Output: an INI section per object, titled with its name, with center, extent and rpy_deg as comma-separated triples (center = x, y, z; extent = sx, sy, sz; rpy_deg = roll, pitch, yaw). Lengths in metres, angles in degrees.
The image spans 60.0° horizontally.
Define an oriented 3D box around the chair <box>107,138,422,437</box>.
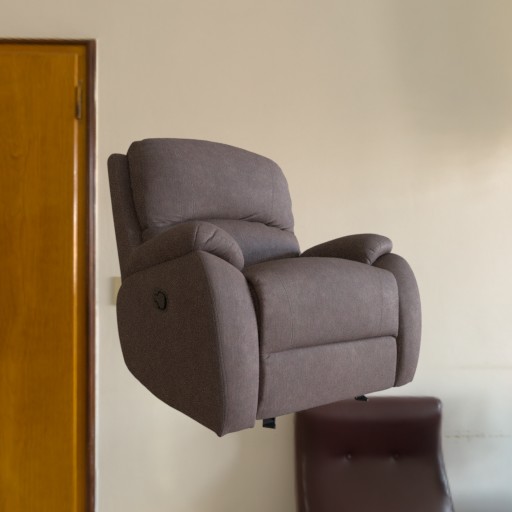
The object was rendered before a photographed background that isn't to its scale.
[chair]
center = 0.000, 0.000, 1.711
extent = 0.930, 1.011, 0.899
rpy_deg = 0, -1, -37
